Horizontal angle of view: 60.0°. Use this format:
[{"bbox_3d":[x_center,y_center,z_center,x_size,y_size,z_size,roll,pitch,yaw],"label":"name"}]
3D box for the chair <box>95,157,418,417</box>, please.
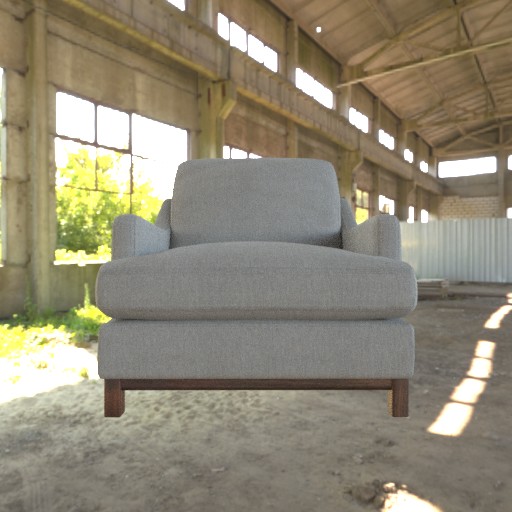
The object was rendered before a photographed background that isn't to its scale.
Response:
[{"bbox_3d":[0.000,0.000,1.531,0.826,0.821,0.892,0,0,0],"label":"chair"}]
